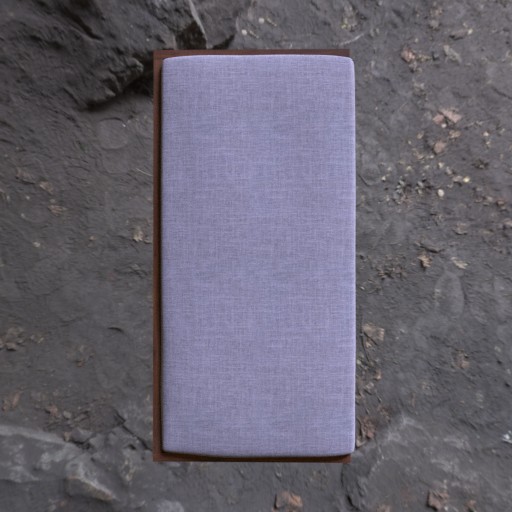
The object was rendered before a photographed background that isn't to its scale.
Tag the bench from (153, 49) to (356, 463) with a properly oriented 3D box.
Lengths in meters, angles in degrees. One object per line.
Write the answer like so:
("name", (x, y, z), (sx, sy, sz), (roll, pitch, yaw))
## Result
("bench", (0.000, 0.000, 0.989), (0.362, 0.461, 0.734), (0, 89, 1))
